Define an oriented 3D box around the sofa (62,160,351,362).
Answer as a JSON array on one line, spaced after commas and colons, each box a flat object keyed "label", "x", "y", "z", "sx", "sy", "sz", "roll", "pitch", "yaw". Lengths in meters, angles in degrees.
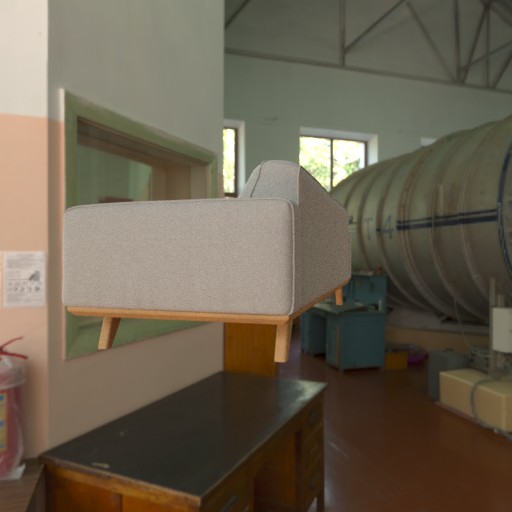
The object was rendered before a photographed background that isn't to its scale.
[{"label": "sofa", "x": 0.000, "y": 0.000, "z": 2.694, "sx": 0.956, "sy": 0.781, "sz": 2.270, "roll": 0, "pitch": 0, "yaw": 17}]
